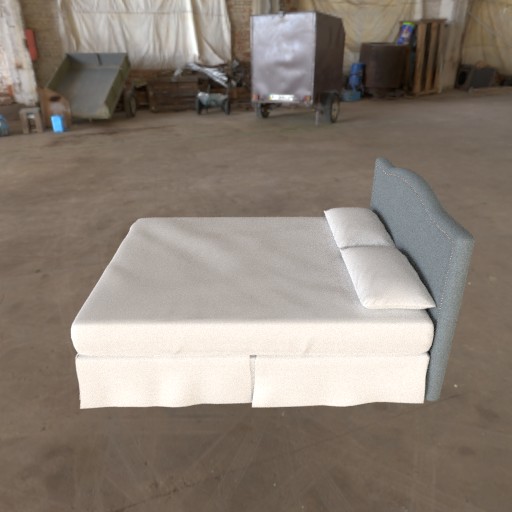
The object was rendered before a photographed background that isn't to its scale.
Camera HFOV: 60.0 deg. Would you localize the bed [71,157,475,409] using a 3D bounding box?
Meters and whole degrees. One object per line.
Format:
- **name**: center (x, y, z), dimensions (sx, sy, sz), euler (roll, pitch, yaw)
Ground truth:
- **bed**: center (0.000, 0.000, 3.899), dimensions (2.689, 1.457, 2.161), euler (0, 26, 0)
